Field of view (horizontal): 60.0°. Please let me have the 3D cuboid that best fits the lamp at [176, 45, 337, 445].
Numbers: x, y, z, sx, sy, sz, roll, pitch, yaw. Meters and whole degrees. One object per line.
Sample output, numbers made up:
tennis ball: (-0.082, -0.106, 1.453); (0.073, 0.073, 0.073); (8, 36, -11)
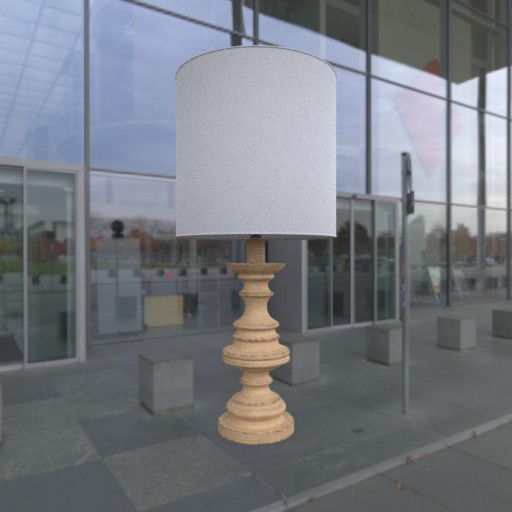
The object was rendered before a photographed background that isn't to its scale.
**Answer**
lamp: (0.000, 0.000, 0.583); (0.208, 0.455, 0.208); (0, 0, -18)
